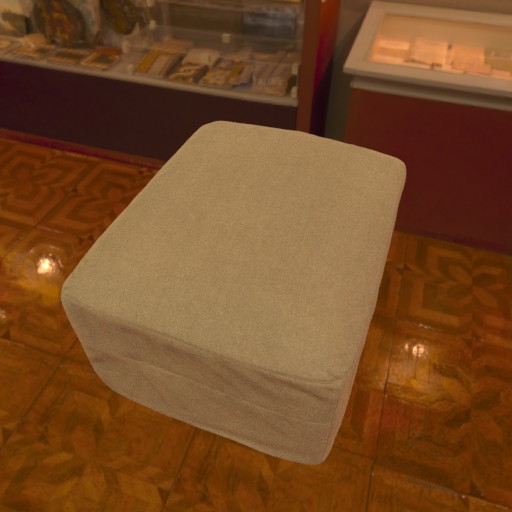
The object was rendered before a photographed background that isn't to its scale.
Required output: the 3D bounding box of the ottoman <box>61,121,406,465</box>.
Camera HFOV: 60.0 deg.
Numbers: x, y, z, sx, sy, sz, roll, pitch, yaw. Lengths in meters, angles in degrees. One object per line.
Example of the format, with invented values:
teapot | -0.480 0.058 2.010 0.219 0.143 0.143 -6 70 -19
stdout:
ottoman | 0.000 0.000 1.247 0.683 0.481 0.837 15 48 14
